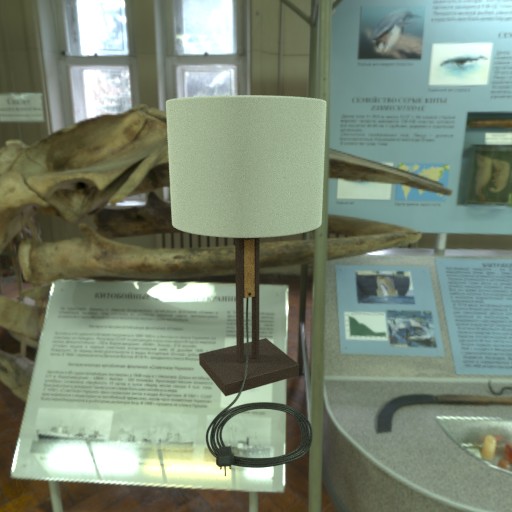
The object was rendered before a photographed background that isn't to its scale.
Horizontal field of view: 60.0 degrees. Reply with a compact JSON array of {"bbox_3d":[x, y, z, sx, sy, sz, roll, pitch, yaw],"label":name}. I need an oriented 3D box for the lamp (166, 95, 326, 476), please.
[{"bbox_3d":[0.000,0.000,1.000,0.396,0.668,0.525,-8,17,-27],"label":"lamp"}]
